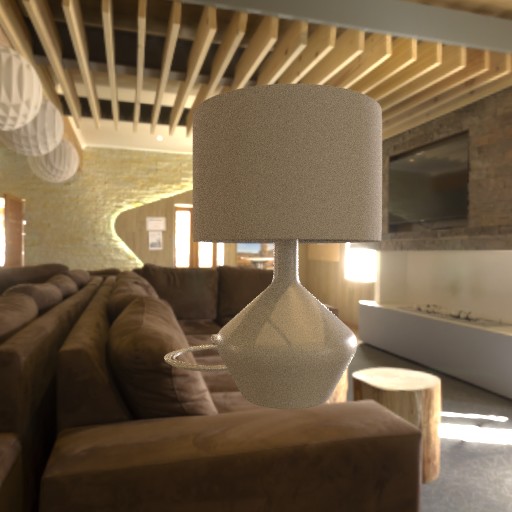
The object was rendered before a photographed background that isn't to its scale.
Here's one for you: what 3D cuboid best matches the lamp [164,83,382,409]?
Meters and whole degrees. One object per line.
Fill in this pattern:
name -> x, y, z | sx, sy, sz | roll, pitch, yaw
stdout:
lamp -> 0.000, 0.000, 0.853 | 0.401, 0.457, 0.546 | 0, 1, -1
